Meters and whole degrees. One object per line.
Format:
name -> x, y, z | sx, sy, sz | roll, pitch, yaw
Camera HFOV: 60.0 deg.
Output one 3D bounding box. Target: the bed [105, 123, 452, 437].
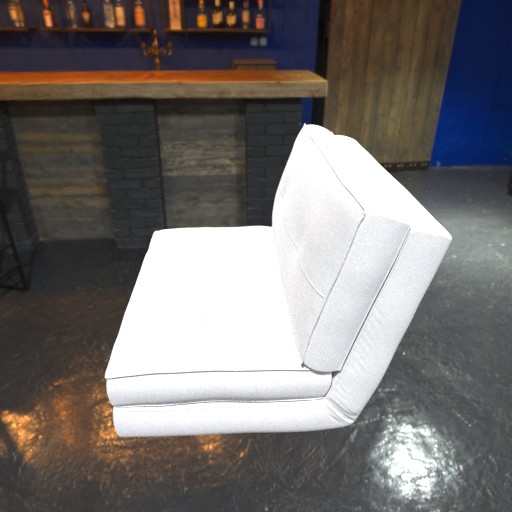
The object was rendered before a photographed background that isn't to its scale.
bed -> 0.000, 0.000, 1.300 | 0.749, 0.614, 0.799 | -1, 29, -3
